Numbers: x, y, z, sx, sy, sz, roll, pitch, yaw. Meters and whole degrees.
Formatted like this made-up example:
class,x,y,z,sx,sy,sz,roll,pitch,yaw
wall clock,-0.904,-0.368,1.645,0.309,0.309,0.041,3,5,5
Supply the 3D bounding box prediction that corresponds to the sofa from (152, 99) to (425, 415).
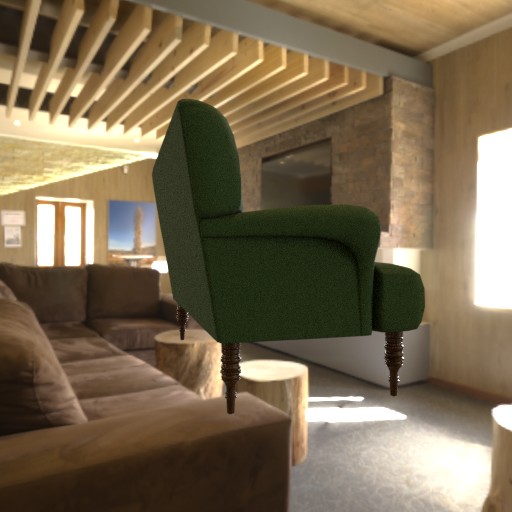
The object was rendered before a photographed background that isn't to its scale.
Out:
class,x,y,z,sx,sy,sz,roll,pitch,yaw
sofa,0.000,0.000,1.850,0.779,0.889,1.297,0,1,-17
